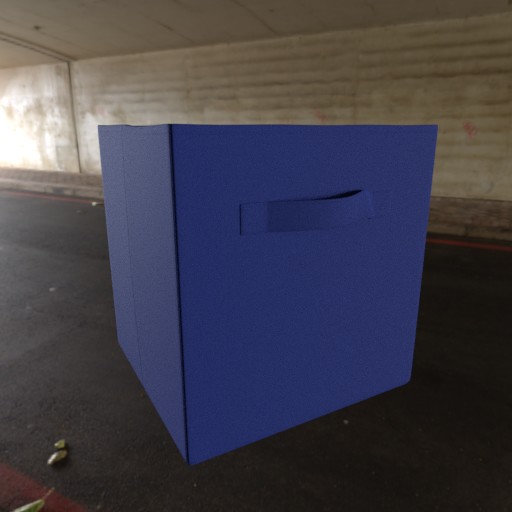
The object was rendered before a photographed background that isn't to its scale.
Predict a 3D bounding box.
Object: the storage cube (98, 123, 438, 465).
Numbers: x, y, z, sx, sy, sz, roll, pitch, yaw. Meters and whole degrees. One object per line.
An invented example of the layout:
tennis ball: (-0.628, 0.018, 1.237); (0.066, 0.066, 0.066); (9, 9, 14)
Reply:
storage cube: (0.000, 0.000, 0.493); (0.270, 0.280, 0.270); (-9, 18, -28)
